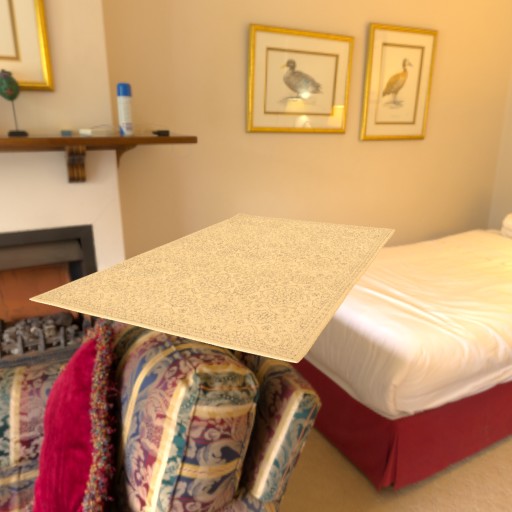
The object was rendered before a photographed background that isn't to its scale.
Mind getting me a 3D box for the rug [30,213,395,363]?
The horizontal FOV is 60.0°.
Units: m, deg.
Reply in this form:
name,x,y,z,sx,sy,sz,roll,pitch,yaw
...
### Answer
name,x,y,z,sx,sy,sz,roll,pitch,yaw
rug,0.000,0.000,3.080,1.518,0.023,2.434,8,19,24
